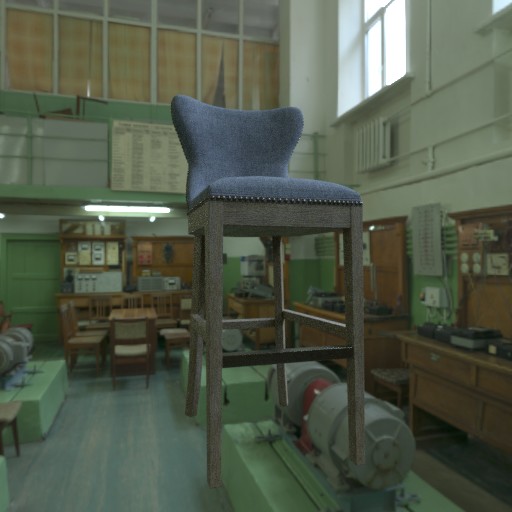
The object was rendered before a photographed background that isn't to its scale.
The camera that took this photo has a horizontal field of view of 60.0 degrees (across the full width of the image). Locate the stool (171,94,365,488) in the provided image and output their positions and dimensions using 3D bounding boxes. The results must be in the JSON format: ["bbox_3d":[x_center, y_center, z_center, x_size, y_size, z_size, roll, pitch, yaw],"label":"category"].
[{"bbox_3d":[0.000,0.000,1.415,0.494,1.123,0.606,0,0,-17],"label":"stool"}]
